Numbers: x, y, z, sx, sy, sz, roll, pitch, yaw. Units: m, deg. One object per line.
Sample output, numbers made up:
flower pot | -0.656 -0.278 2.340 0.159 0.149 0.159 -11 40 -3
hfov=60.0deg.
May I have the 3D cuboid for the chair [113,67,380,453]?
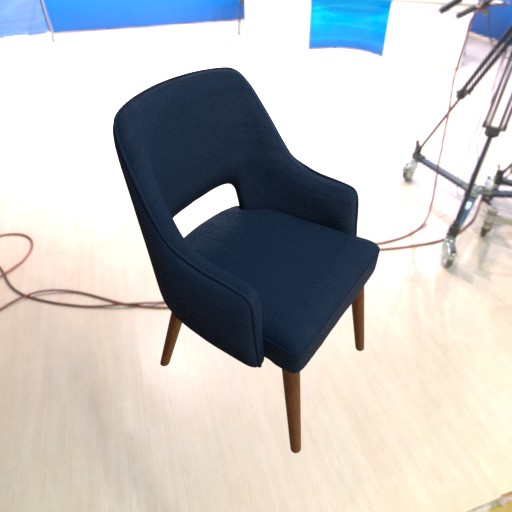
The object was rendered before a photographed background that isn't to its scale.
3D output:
chair | 0.000 0.000 1.223 0.591 0.844 0.559 24 46 26
